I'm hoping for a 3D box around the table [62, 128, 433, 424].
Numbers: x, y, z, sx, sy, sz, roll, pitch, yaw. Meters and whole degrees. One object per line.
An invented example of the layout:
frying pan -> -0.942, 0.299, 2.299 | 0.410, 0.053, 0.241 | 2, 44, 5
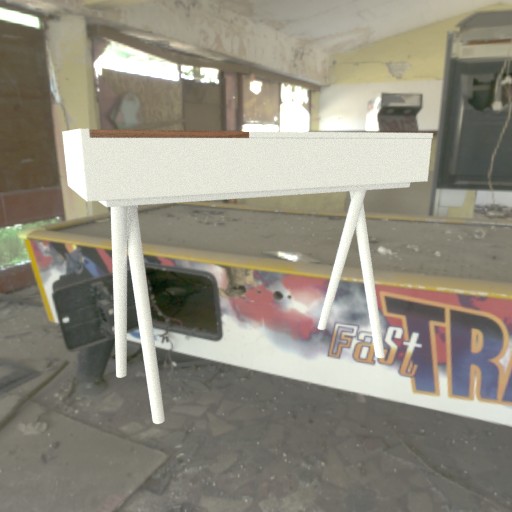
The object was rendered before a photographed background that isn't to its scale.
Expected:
table -> 0.000, 0.000, 1.459 | 1.066, 0.785, 0.418 | -8, 16, -27
